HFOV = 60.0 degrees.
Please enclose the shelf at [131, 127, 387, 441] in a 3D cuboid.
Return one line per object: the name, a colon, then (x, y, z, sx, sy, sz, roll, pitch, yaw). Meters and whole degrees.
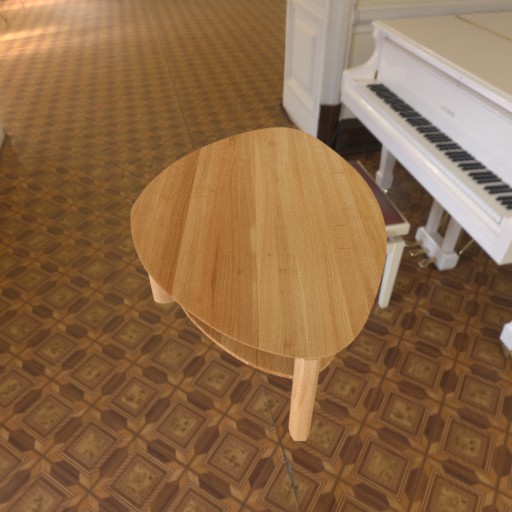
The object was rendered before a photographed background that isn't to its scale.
shelf: (0.000, 0.000, 1.654, 0.845, 0.440, 1.246, -1, 41, -1)
